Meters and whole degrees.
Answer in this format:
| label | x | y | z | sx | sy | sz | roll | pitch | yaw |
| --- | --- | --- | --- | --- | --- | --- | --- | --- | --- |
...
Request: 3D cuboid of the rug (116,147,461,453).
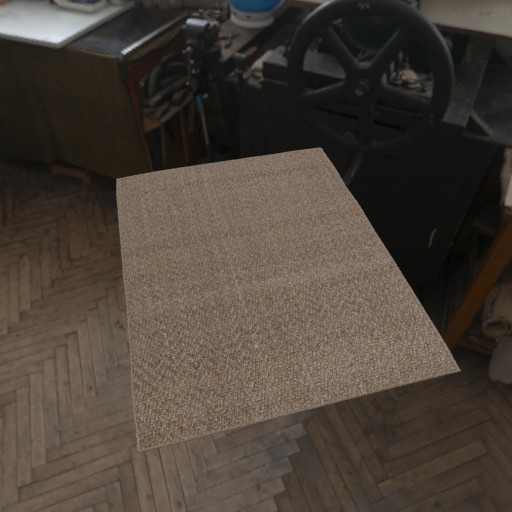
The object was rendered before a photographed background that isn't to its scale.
| label | x | y | z | sx | sy | sz | roll | pitch | yaw |
| --- | --- | --- | --- | --- | --- | --- | --- | --- | --- |
| rug | 0.000 | 0.000 | 4.127 | 2.439 | 0.013 | 3.048 | -11 | 49 | -10 |
